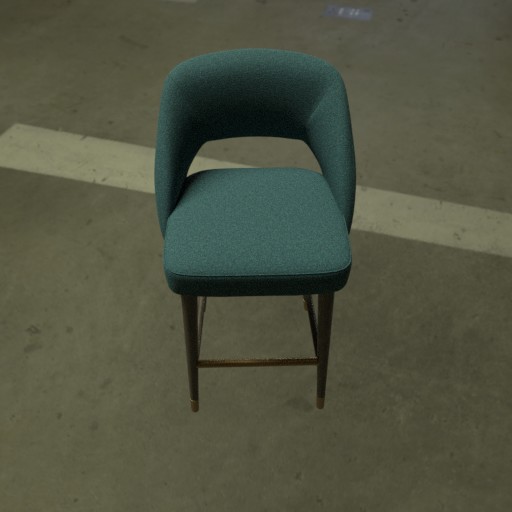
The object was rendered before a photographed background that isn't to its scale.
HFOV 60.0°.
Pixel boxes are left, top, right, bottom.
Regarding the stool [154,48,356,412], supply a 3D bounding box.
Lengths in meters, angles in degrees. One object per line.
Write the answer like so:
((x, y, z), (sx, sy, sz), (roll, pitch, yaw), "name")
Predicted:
((0.000, 0.000, 1.343), (0.536, 1.032, 0.522), (-1, 47, -1), "stool")
